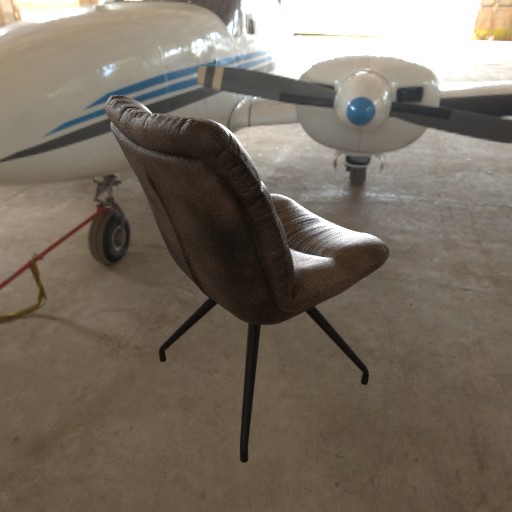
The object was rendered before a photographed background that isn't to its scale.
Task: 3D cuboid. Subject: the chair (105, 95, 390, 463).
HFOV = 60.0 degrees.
[{"bbox_3d":[0.000,0.000,1.242,0.622,0.870,0.549,-19,34,-32],"label":"chair"}]
